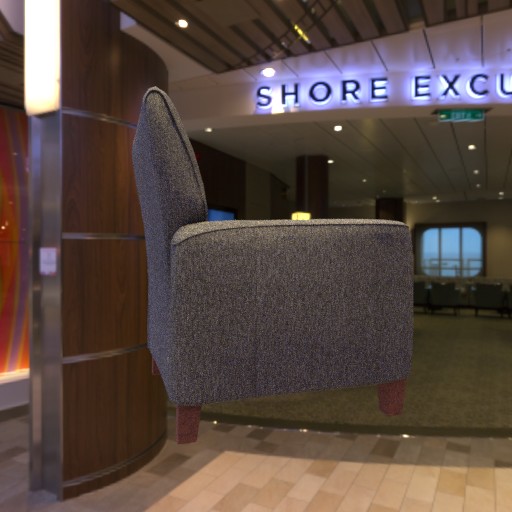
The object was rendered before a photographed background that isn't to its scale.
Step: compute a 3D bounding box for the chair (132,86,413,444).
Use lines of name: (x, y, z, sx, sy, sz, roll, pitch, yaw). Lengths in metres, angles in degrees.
chair: (0.000, 0.000, 1.655, 0.864, 1.014, 0.848, 0, 1, -18)
